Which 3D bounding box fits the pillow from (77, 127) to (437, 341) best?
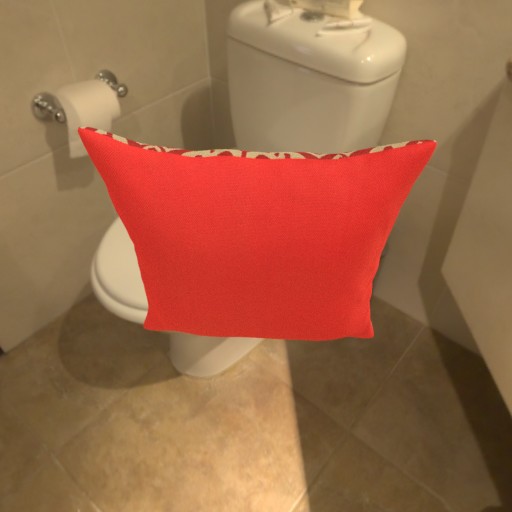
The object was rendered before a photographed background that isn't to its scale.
[{"bbox_3d":[0.000,0.000,0.817,0.522,0.507,0.192,3,47,2],"label":"pillow"}]
